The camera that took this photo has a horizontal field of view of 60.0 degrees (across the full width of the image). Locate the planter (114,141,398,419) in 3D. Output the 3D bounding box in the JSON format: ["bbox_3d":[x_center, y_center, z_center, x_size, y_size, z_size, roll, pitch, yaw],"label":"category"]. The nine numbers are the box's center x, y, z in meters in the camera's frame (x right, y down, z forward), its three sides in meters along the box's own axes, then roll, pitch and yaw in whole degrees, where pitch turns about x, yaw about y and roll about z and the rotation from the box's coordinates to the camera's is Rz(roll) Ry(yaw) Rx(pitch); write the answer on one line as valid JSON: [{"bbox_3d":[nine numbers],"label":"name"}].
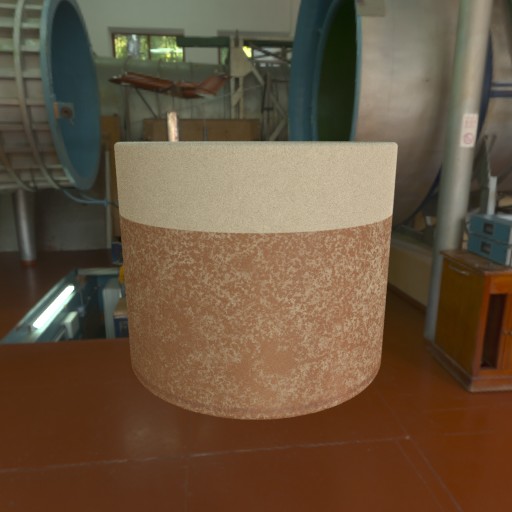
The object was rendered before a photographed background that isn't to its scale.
[{"bbox_3d":[0.000,0.000,0.276,0.159,0.138,0.159,0,15,0],"label":"planter"}]
